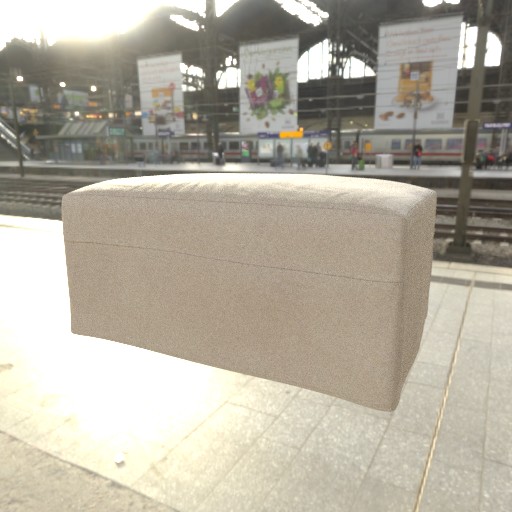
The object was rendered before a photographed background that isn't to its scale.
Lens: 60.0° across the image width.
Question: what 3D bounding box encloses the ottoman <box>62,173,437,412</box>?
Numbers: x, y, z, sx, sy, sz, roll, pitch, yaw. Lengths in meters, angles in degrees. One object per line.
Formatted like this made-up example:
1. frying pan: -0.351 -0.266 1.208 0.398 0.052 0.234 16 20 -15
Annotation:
1. ottoman: 0.000 0.000 1.211 0.872 0.444 0.590 7 15 25
